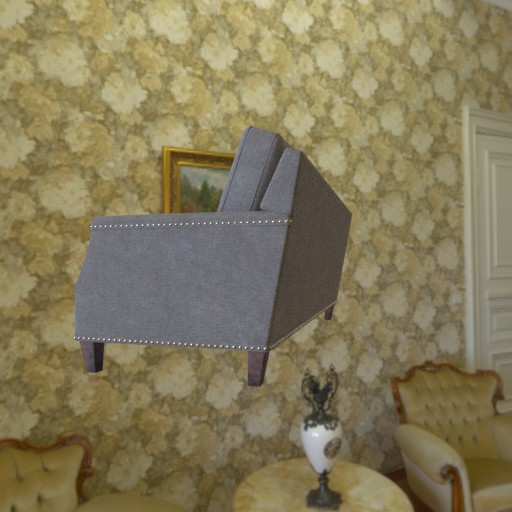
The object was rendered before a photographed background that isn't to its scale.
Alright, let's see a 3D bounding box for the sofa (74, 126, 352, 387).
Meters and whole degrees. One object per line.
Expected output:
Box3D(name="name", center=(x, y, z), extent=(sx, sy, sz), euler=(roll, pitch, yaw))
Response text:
Box3D(name="sofa", center=(0.000, 0.000, 2.832), extent=(1.034, 1.042, 2.226), euler=(0, -1, 17))
